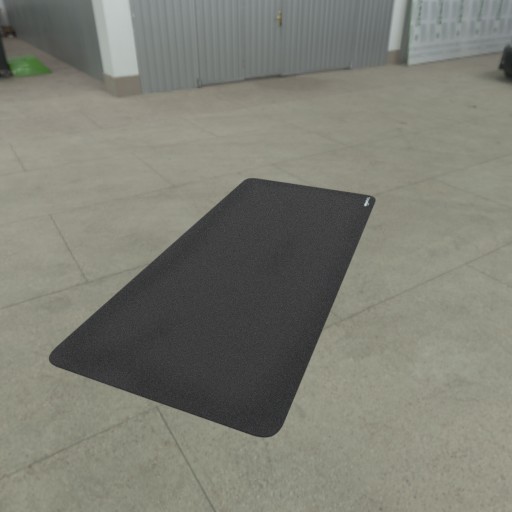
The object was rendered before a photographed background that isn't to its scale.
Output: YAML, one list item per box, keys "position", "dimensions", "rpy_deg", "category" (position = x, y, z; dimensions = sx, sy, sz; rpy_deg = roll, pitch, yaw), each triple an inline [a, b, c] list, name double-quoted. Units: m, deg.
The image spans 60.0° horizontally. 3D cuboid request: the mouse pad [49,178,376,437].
- position: [0.000, 0.000, 1.044]
  dimensions: [0.424, 0.003, 0.907]
  rpy_deg: [12, 33, 19]
  category: "mouse pad"
